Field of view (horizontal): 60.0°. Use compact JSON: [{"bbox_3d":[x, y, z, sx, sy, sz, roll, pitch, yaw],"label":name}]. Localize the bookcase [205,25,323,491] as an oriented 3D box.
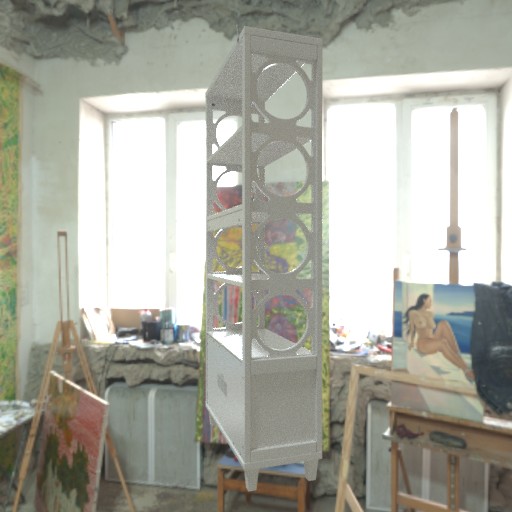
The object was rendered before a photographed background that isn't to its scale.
[{"bbox_3d":[0.000,0.000,2.136,0.361,1.869,0.761,0,1,-18],"label":"bookcase"}]
